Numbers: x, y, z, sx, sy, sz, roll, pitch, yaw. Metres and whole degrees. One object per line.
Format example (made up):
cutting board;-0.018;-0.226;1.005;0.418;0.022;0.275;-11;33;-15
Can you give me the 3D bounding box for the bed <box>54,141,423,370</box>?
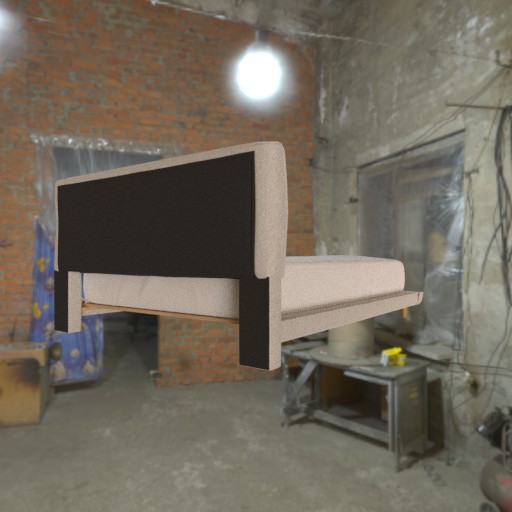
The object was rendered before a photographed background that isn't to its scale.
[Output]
bed;0.000;0.000;3.654;1.980;1.126;2.498;0;0;37
